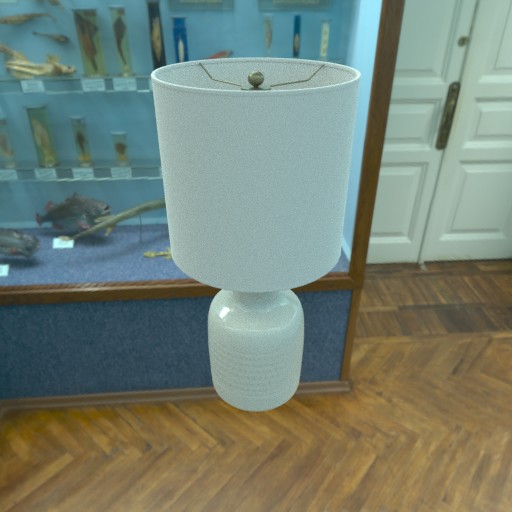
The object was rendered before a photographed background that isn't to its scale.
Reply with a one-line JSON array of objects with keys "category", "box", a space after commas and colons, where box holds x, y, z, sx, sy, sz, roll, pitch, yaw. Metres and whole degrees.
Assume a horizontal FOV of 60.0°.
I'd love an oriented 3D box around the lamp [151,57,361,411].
[{"category": "lamp", "box": [0.000, 0.000, 0.504, 0.188, 0.392, 0.188, -1, 31, -2]}]
